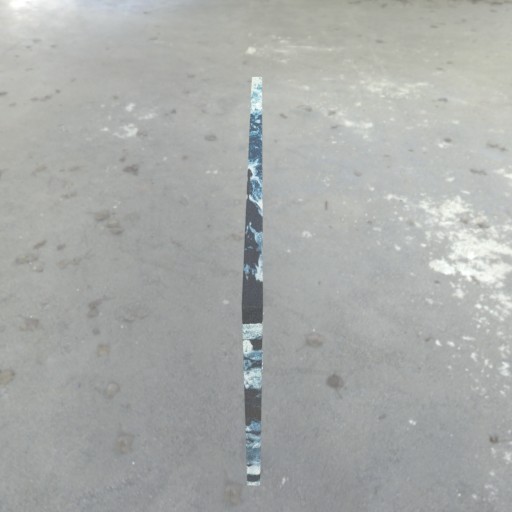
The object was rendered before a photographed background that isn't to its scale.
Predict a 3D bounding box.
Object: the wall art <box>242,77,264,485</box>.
[{"bbox_3d":[0.000,0.000,1.942,0.055,1.017,1.524,0,41,0],"label":"wall art"}]
